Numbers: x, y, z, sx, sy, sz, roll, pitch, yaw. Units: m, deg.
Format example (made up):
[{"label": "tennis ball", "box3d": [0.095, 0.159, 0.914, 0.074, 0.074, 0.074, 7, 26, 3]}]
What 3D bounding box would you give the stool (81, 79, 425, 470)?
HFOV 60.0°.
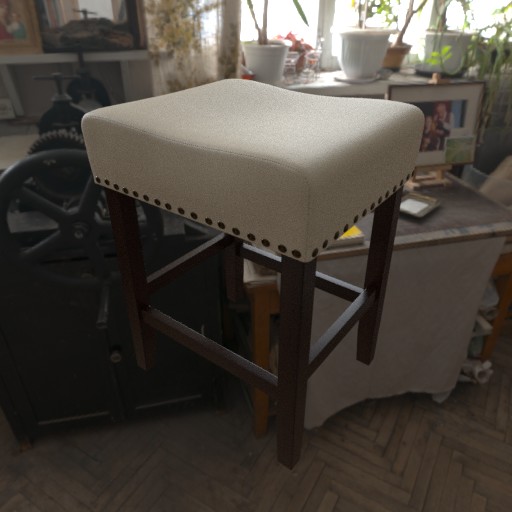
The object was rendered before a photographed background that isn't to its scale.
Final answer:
[{"label": "stool", "box3d": [0.000, 0.000, 0.925, 0.471, 0.609, 0.401, 22, 38, 31]}]
